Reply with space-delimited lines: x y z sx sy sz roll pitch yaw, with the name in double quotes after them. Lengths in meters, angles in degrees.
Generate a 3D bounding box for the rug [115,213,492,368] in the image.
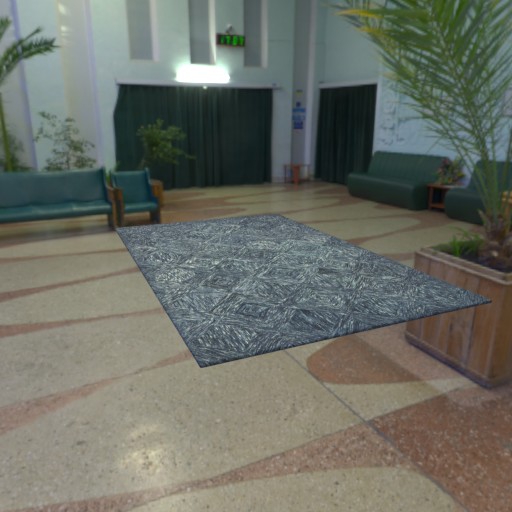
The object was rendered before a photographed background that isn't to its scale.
0.000 0.000 2.883 1.478 0.017 2.330 -7 18 -23 "rug"
